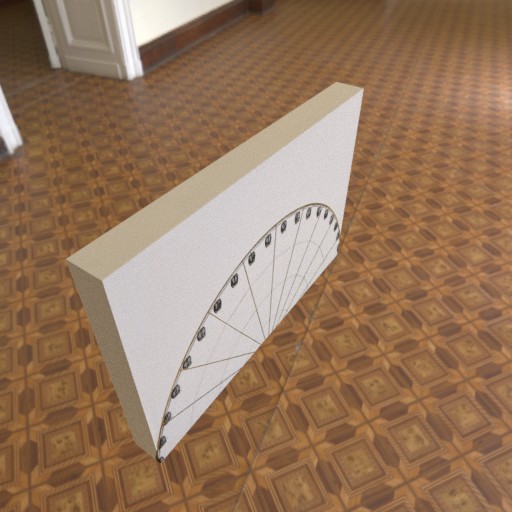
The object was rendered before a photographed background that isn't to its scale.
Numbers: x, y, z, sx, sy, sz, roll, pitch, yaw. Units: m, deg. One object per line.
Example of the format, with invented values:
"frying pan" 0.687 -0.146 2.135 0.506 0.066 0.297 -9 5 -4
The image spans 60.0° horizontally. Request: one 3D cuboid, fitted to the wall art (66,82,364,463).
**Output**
"wall art" 0.000 0.000 0.483 0.039 0.254 0.384 25 47 26
